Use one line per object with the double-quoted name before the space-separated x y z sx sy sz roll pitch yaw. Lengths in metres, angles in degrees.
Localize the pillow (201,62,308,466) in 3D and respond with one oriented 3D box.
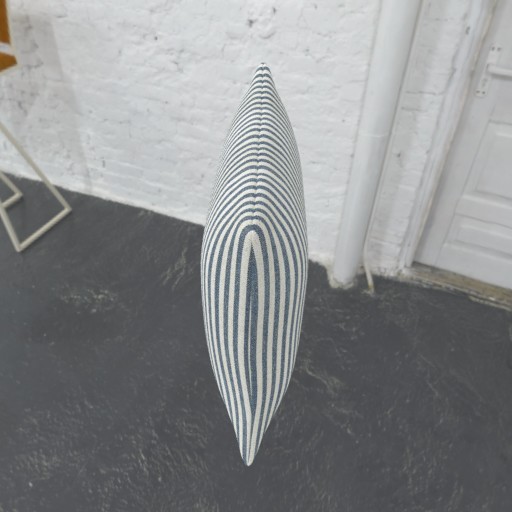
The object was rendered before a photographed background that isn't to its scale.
"pillow" 0.000 0.000 0.789 0.166 0.510 0.523 1 41 2
